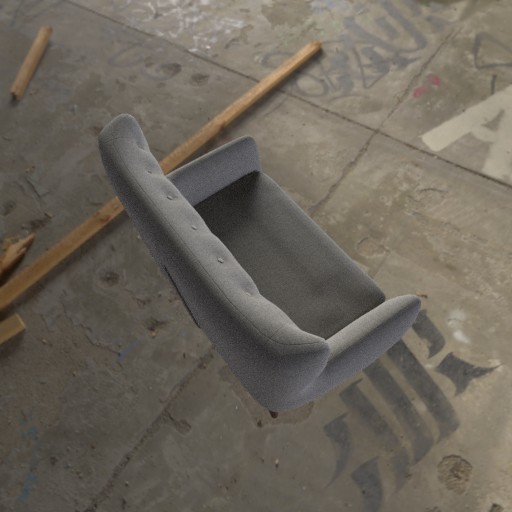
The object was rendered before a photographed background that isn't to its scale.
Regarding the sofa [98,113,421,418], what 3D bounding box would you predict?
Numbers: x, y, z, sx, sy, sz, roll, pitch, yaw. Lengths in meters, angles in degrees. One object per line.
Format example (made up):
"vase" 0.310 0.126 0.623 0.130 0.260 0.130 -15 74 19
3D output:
"sofa" 0.000 0.000 2.108 0.884 1.028 1.386 -31 63 -19
